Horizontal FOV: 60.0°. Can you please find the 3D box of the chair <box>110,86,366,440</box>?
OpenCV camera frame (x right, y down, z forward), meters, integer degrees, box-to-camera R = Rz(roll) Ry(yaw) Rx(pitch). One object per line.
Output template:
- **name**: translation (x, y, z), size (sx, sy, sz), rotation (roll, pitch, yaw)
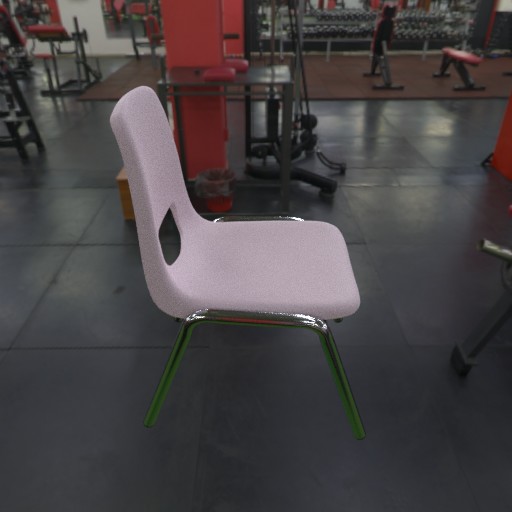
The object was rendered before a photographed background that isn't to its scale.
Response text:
- **chair**: translation (0.000, 0.000, 0.826), size (0.423, 0.586, 0.354), rotation (1, 32, 2)
